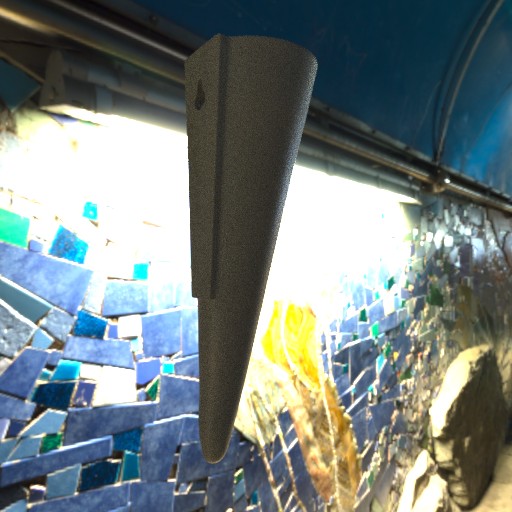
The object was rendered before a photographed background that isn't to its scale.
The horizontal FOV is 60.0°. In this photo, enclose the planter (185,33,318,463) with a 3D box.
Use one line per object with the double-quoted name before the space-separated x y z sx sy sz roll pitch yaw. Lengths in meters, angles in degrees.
"planter" 0.000 0.000 0.221 0.064 0.191 0.057 0 -1 -35
